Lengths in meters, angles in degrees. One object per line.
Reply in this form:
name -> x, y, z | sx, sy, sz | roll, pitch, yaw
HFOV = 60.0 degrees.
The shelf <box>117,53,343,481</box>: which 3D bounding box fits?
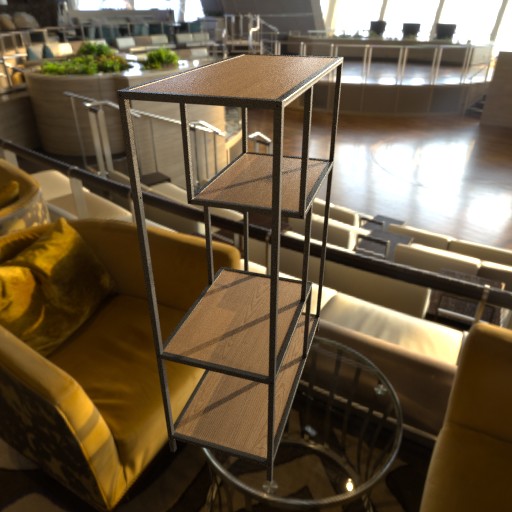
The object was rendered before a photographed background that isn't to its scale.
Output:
shelf -> 0.000, 0.000, 1.460 | 0.350, 1.138, 0.770 | 9, 31, 15
